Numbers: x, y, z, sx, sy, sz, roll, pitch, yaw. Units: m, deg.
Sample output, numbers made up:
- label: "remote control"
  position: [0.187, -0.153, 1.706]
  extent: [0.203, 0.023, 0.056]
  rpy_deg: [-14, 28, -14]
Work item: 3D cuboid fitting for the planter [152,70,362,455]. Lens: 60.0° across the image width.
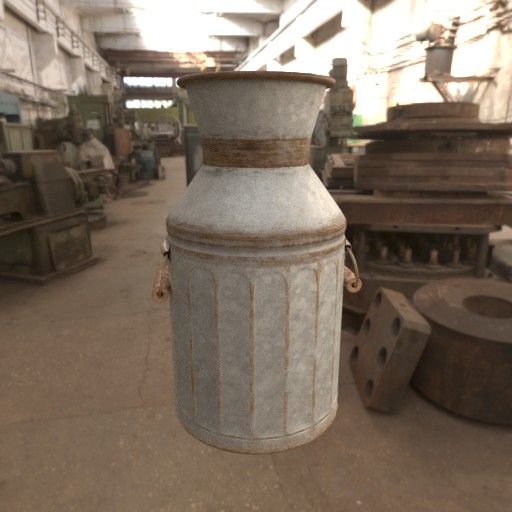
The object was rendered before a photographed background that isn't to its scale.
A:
- label: "planter"
  position: [0.000, 0.000, 0.535]
  extent: [0.245, 0.396, 0.214]
  rpy_deg: [-2, 16, -7]
